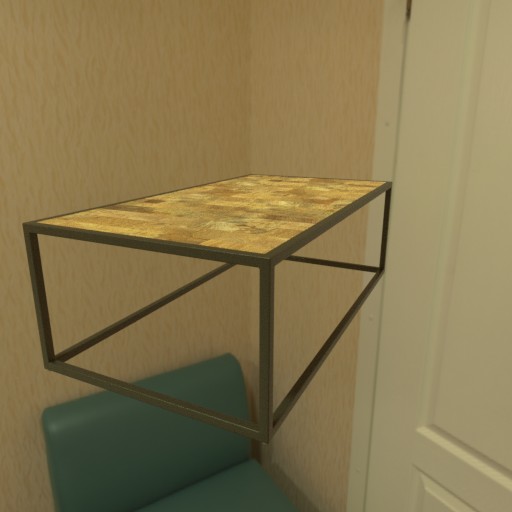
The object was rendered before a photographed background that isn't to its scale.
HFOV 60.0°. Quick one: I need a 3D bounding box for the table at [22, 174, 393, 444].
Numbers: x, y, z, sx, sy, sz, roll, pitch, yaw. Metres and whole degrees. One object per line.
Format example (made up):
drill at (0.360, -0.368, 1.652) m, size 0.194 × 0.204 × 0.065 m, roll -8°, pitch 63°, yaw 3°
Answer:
table at (0.000, 0.000, 1.487) m, size 0.649 × 0.398 × 1.199 m, roll 8°, pitch 18°, yaw 25°
